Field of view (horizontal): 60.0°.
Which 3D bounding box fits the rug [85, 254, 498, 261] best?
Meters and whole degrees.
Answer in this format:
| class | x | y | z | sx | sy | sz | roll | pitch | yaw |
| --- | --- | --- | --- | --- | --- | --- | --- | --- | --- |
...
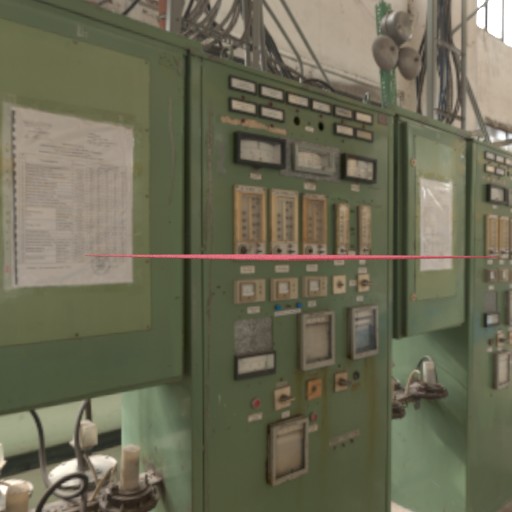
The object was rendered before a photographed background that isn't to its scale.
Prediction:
| class | x | y | z | sx | sy | sz | roll | pitch | yaw |
| --- | --- | --- | --- | --- | --- | --- | --- | --- | --- |
| rug | 0.000 | 0.000 | 2.957 | 1.534 | 0.010 | 2.423 | 0 | 1 | -37 |
